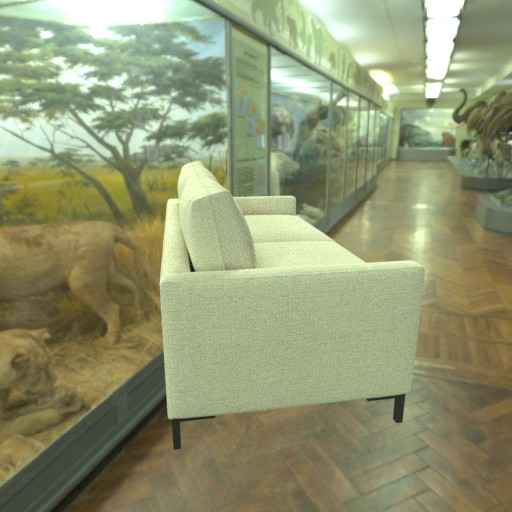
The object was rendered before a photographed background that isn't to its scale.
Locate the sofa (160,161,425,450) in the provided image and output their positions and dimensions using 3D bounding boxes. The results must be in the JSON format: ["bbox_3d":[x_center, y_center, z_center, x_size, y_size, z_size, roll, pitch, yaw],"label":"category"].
[{"bbox_3d":[0.000,0.000,2.118,0.839,0.812,1.651,-3,16,-10],"label":"sofa"}]
